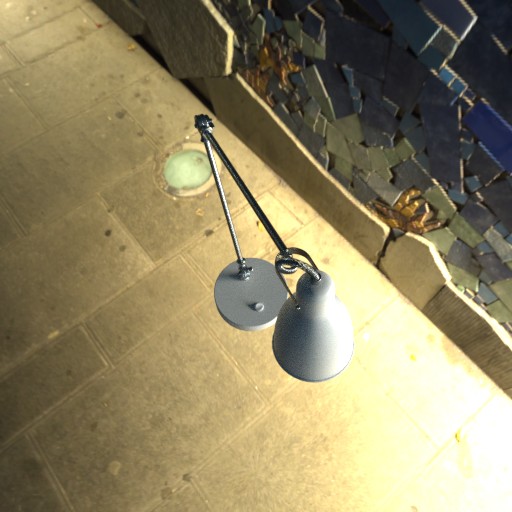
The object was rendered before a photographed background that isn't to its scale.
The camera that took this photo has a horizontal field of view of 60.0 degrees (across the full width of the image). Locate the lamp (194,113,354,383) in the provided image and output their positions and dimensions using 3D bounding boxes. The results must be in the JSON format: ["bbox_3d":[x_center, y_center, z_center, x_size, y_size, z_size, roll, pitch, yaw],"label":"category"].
[{"bbox_3d":[0.000,0.000,0.871,0.187,0.587,0.561,-22,66,-11],"label":"lamp"}]
